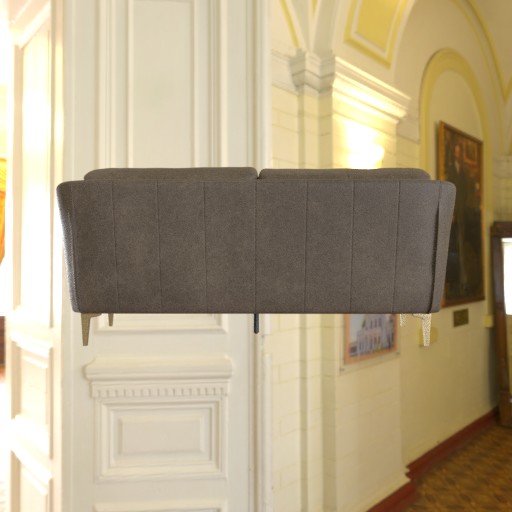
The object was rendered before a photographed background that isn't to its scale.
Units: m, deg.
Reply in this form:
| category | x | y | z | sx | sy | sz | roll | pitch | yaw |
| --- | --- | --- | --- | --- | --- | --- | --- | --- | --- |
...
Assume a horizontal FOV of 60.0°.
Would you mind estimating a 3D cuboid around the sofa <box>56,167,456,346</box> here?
| category | x | y | z | sx | sy | sz | roll | pitch | yaw |
| --- | --- | --- | --- | --- | --- | --- | --- | --- | --- |
| sofa | 0.000 | 0.000 | 2.497 | 2.036 | 0.902 | 0.960 | 0 | -1 | 0 |
